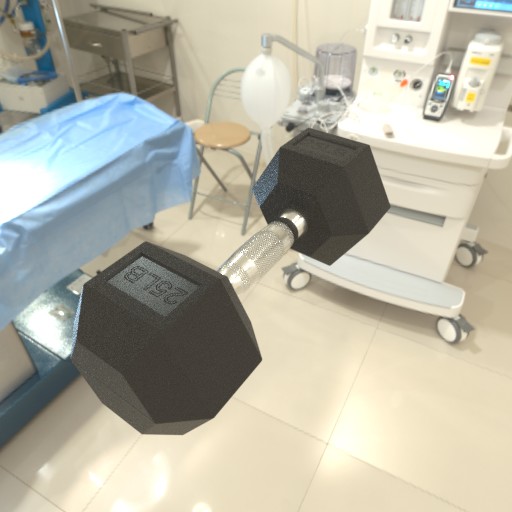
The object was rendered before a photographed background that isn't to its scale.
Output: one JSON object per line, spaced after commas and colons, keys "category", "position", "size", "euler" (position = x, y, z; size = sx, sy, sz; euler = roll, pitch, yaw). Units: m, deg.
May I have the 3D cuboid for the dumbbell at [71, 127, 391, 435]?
{"category": "dumbbell", "position": [0.000, 0.000, 0.374], "size": [0.129, 0.113, 0.315], "euler": [25, 46, 26]}
